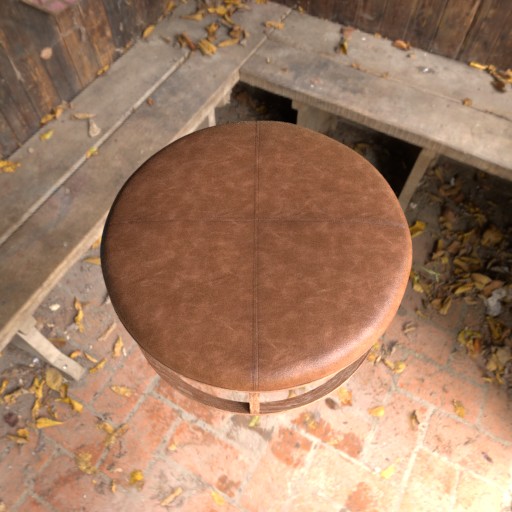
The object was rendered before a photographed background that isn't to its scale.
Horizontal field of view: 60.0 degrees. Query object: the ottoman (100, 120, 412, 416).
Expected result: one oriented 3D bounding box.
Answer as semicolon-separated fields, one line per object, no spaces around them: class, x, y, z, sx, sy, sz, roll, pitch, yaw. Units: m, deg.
ottoman;0.000;0.000;1.568;1.006;0.445;1.006;0;59;0
